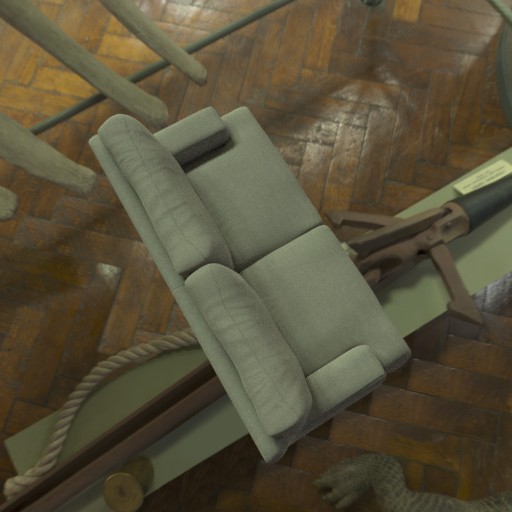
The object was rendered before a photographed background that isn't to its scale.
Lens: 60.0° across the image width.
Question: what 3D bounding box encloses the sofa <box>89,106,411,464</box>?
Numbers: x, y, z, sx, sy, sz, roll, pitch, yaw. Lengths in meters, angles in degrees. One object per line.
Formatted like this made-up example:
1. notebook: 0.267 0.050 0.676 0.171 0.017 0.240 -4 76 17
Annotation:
1. sofa: 0.000 0.000 2.469 0.962 0.980 1.855 -30 77 -8
